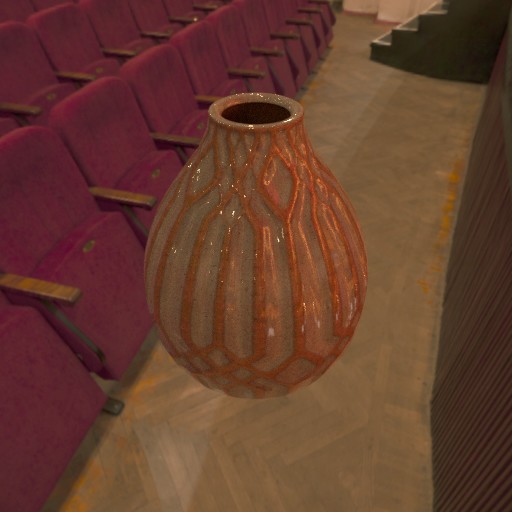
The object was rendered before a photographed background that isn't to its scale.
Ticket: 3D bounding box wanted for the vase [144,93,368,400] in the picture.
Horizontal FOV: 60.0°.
[{"bbox_3d":[0.000,0.000,0.258,0.131,0.175,0.131,0,39,0],"label":"vase"}]
